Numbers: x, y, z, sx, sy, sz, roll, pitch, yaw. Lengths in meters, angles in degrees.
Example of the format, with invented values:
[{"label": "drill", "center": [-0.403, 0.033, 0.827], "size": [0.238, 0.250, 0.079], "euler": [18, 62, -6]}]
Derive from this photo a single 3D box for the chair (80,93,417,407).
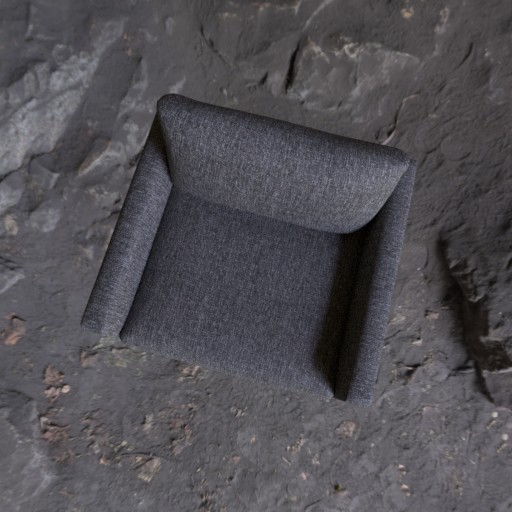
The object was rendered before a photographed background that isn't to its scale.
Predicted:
[{"label": "chair", "center": [0.000, 0.000, 1.639], "size": [0.963, 0.861, 0.866], "euler": [14, 76, 4]}]
